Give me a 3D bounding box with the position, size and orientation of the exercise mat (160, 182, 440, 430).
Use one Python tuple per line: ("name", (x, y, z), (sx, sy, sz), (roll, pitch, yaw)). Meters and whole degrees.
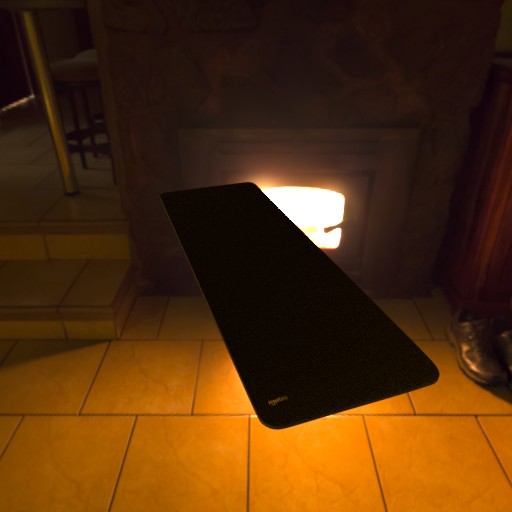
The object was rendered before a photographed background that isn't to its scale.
("exercise mat", (0.000, 0.000, 2.074), (0.616, 0.021, 1.869), (-10, 32, -17))
